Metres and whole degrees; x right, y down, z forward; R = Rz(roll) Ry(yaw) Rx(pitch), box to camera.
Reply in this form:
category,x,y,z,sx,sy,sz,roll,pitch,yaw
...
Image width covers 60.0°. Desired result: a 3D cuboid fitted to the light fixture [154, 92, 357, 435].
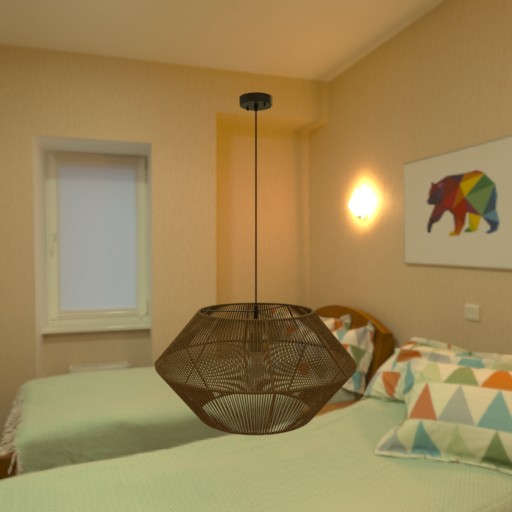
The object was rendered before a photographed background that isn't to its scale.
category,x,y,z,sx,sy,sz,roll,pitch,yaw
light fixture,0.000,0.000,1.427,0.643,1.009,0.643,0,1,0
